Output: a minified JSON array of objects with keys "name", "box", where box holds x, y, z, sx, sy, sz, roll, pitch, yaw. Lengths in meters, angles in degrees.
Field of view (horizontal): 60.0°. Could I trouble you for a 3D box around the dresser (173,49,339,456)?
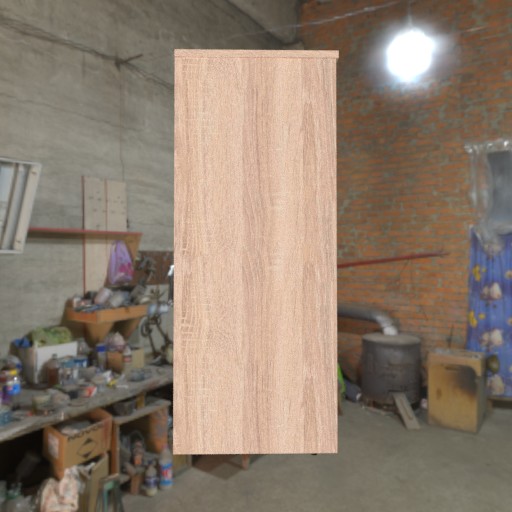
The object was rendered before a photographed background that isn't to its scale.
[{"name":"dresser","box":[0.000,0.000,1.470,0.380,0.900,0.980,0,-1,-1]}]
